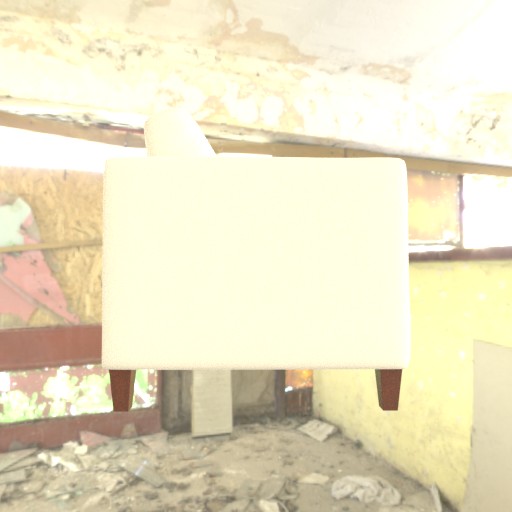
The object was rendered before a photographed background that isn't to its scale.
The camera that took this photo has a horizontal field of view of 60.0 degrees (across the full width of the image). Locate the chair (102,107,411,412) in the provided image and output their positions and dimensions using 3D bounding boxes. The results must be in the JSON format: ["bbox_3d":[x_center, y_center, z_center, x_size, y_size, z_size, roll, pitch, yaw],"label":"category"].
[{"bbox_3d":[0.000,0.000,1.697,0.878,0.885,1.019,0,-1,-1],"label":"chair"}]
